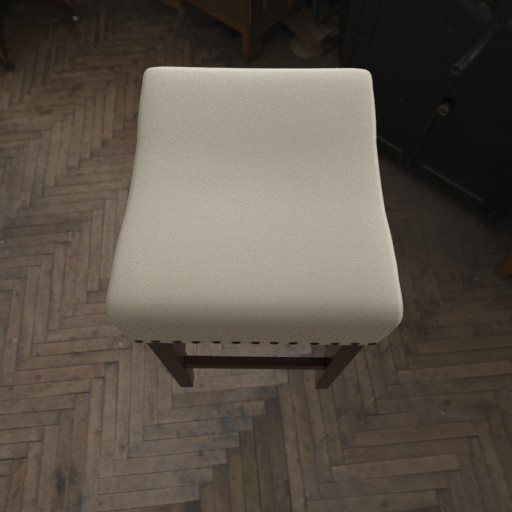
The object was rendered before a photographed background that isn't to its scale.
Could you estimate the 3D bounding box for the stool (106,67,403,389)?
[{"bbox_3d":[0.000,0.000,0.945,0.401,0.609,0.471,1,65,0],"label":"stool"}]
